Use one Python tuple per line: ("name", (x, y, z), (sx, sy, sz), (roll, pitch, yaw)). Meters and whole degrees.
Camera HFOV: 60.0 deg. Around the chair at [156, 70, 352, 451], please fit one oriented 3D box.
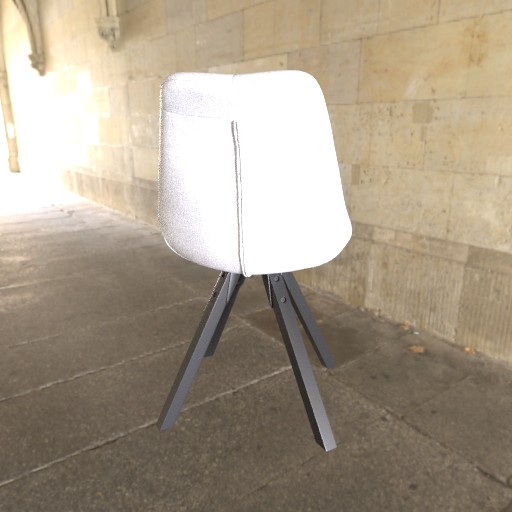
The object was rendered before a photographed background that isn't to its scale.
("chair", (0.000, 0.000, 1.170), (0.485, 0.850, 0.550), (3, 16, 9))
